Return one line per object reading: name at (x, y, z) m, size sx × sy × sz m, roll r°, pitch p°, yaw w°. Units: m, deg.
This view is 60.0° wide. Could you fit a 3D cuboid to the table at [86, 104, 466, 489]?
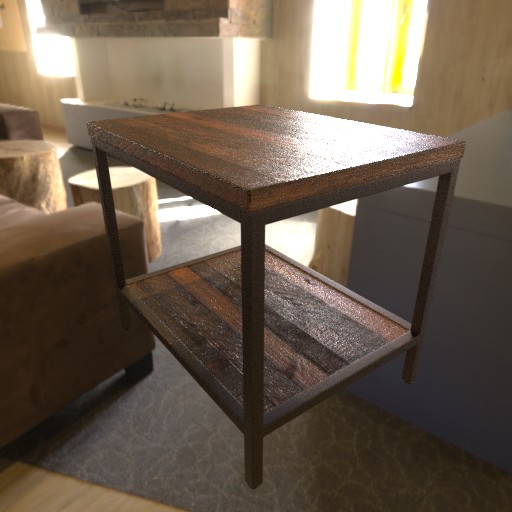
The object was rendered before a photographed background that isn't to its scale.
table at (0.000, 0.000, 1.105) m, size 0.524 × 0.612 × 0.678 m, roll -18°, pitch 31°, yaw -32°
